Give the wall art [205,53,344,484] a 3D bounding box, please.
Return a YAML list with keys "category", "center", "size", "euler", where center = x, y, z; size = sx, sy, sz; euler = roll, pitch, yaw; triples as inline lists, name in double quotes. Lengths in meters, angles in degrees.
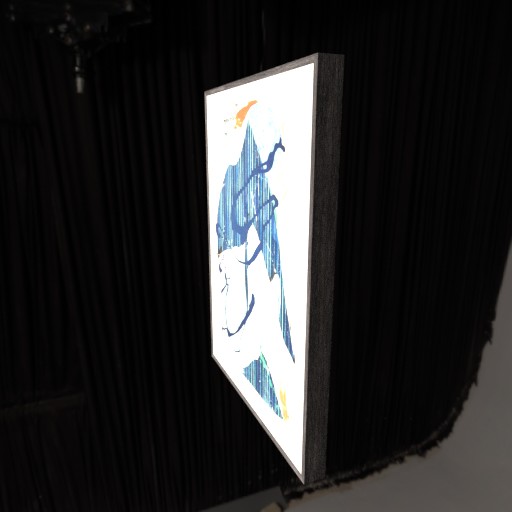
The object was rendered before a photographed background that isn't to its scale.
- category: "wall art"
  center: [0.000, 0.000, 1.354]
  size: [0.063, 1.016, 0.762]
  euler: [-6, 16, -23]
